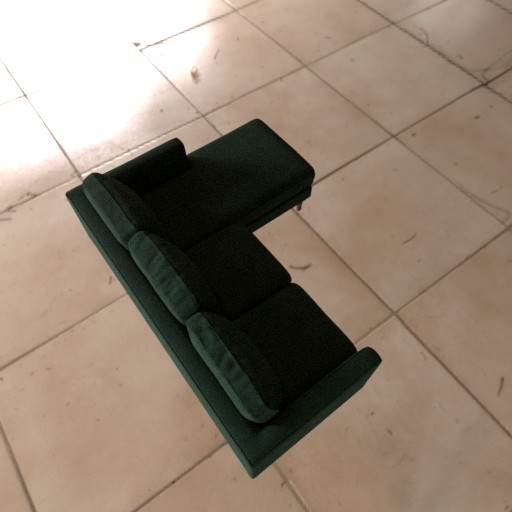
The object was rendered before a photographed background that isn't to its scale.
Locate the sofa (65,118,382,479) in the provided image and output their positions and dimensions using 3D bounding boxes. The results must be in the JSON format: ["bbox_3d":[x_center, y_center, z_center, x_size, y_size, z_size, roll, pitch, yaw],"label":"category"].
[{"bbox_3d":[0.000,0.000,2.879,1.580,0.899,2.030,-33,64,-18],"label":"sofa"}]
